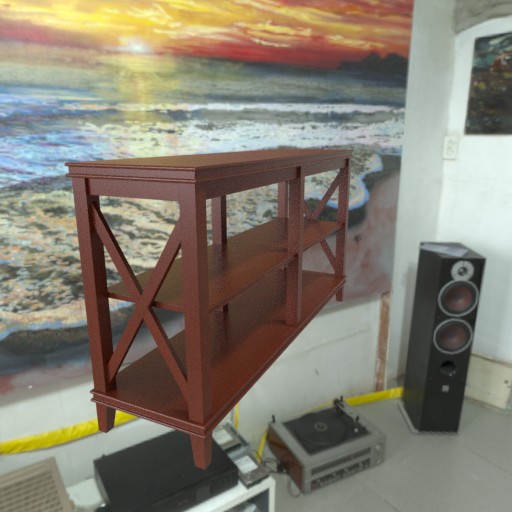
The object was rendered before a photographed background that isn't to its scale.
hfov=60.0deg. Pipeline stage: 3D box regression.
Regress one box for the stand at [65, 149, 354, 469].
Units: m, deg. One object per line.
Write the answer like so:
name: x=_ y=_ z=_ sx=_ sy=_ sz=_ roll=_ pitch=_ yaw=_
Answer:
stand: x=0.000 y=0.000 z=1.699 sx=0.381 sy=0.762 sz=1.372 roll=7 pitch=17 yaw=25
